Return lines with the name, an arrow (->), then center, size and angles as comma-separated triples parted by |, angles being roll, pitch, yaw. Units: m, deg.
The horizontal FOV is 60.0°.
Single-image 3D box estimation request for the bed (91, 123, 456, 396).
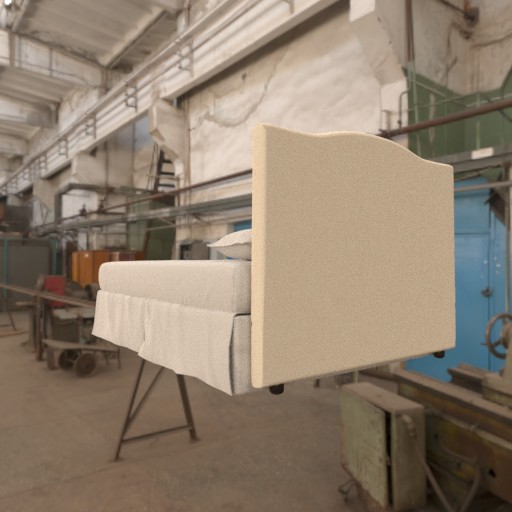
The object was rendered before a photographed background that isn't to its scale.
bed -> 0.000, 0.000, 3.644 | 1.977, 1.437, 2.477 | 1, -1, -36
